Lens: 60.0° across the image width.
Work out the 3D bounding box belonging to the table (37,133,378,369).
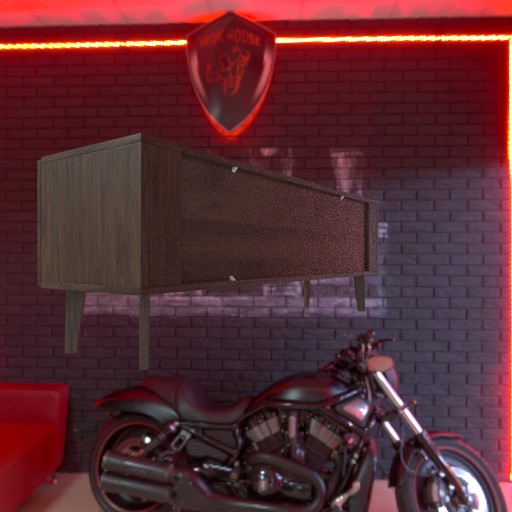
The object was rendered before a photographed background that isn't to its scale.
[{"bbox_3d":[0.000,0.000,1.605,0.405,0.508,1.397,0,0,35],"label":"table"}]
